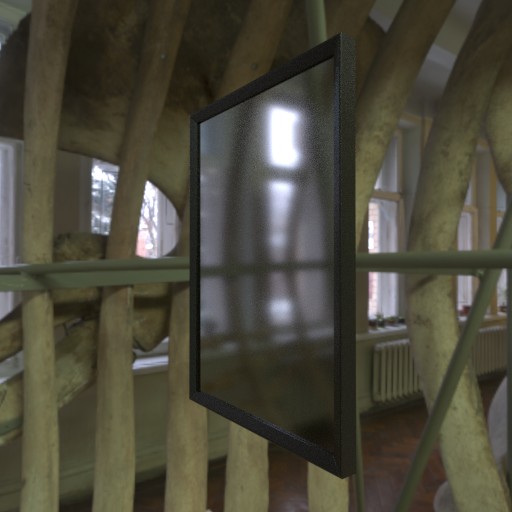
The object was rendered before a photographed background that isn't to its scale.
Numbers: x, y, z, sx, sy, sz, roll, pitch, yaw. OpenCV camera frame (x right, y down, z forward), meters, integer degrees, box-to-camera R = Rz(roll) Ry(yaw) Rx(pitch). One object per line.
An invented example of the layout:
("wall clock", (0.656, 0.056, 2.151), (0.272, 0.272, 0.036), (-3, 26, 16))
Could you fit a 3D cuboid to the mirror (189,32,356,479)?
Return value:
("mirror", (0.000, 0.000, 0.918), (0.039, 0.710, 0.507), (0, -1, -37))
